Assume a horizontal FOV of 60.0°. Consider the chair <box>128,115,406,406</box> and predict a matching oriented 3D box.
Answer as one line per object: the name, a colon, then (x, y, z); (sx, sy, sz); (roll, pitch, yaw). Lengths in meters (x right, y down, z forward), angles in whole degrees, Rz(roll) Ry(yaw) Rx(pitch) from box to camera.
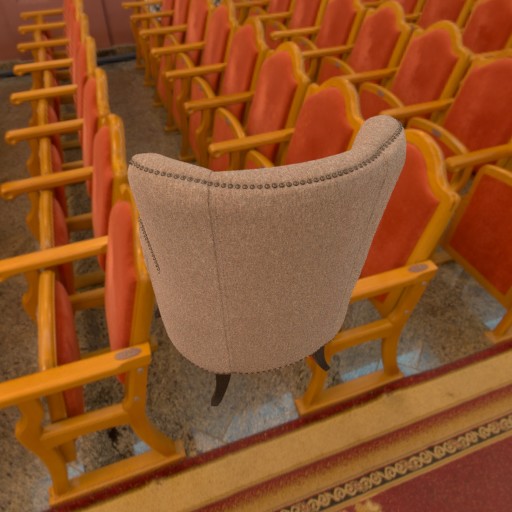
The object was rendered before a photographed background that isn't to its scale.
chair: (0.000, 0.000, 1.575); (0.759, 1.060, 0.758); (-13, 43, -15)
